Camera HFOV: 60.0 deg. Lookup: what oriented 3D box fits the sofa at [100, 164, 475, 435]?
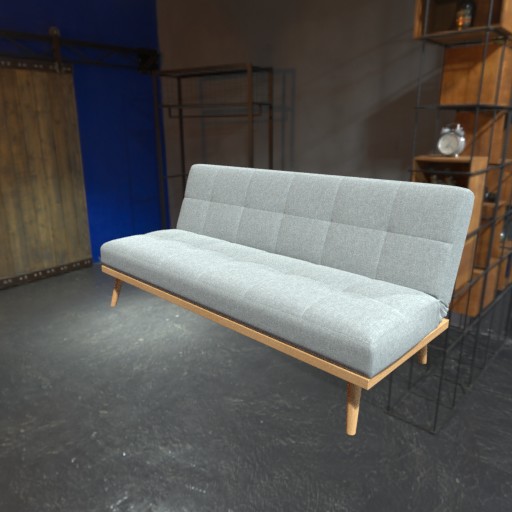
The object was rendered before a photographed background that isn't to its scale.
[{"bbox_3d":[0.000,0.000,2.266,1.820,0.800,0.800,15,22,42],"label":"sofa"}]
